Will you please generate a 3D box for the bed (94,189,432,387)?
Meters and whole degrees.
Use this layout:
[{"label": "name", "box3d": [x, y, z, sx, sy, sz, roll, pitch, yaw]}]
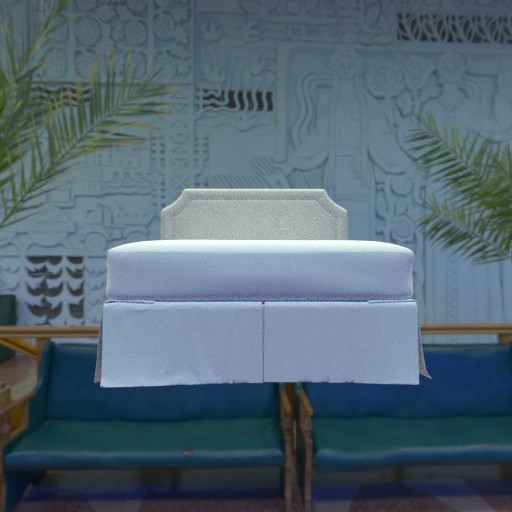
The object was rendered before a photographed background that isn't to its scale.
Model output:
[{"label": "bed", "box3d": [0.000, 0.000, 3.283, 1.827, 1.296, 2.209, 0, 0, -1]}]
